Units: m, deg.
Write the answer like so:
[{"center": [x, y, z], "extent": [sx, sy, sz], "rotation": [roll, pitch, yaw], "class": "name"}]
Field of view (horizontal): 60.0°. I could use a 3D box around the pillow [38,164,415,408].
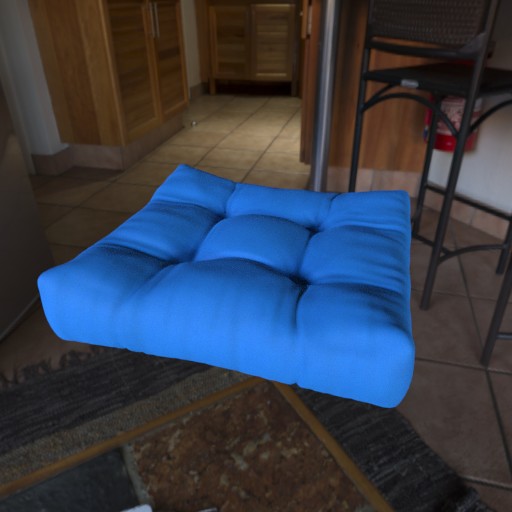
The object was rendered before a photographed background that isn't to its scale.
[{"center": [0.000, 0.000, 0.729], "extent": [0.490, 0.128, 0.468], "rotation": [9, 33, 14], "class": "pillow"}]
